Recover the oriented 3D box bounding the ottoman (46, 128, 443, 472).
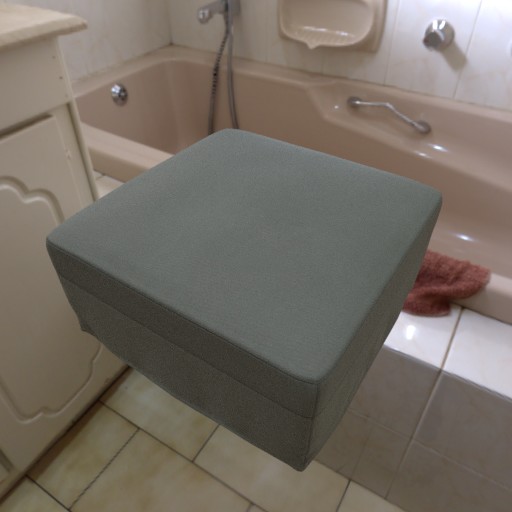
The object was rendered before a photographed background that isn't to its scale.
[{"bbox_3d":[0.000,0.000,1.350,0.843,0.441,0.842,23,45,25],"label":"ottoman"}]
